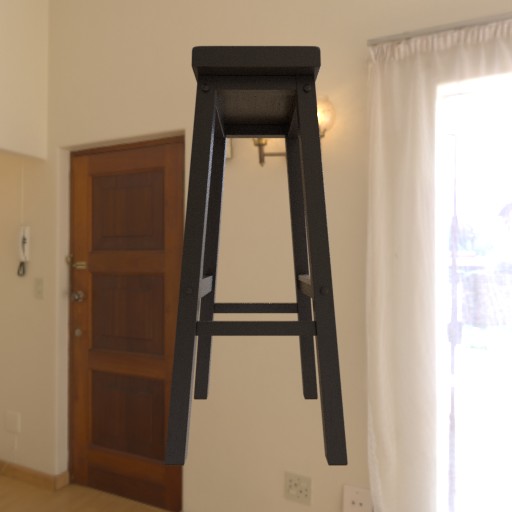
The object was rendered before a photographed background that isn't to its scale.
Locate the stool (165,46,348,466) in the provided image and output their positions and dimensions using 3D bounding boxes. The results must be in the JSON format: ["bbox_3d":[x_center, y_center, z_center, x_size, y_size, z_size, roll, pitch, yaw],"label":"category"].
[{"bbox_3d":[0.000,0.000,0.985,0.322,0.742,0.406,0,-1,0],"label":"stool"}]
